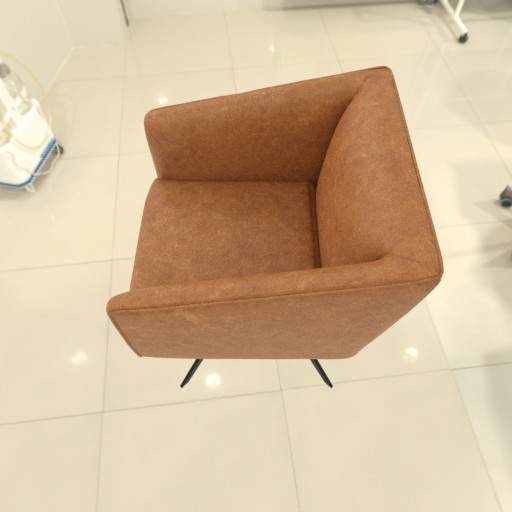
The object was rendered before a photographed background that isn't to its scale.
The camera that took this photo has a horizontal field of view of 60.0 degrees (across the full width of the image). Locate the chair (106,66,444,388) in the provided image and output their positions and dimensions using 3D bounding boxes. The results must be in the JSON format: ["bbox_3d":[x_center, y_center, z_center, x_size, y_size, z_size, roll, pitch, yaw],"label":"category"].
[{"bbox_3d":[0.000,0.000,1.192,0.625,0.760,0.588,0,57,0],"label":"chair"}]
